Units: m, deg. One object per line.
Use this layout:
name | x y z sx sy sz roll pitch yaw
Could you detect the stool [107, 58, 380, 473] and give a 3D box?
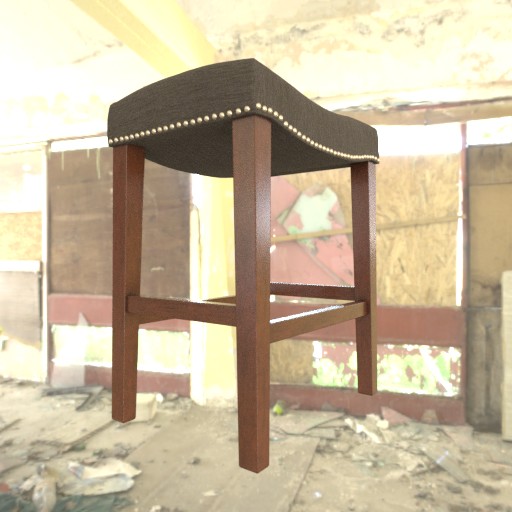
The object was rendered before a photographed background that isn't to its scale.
stool | 0.000 0.000 0.965 0.372 0.654 0.504 1 1 37
